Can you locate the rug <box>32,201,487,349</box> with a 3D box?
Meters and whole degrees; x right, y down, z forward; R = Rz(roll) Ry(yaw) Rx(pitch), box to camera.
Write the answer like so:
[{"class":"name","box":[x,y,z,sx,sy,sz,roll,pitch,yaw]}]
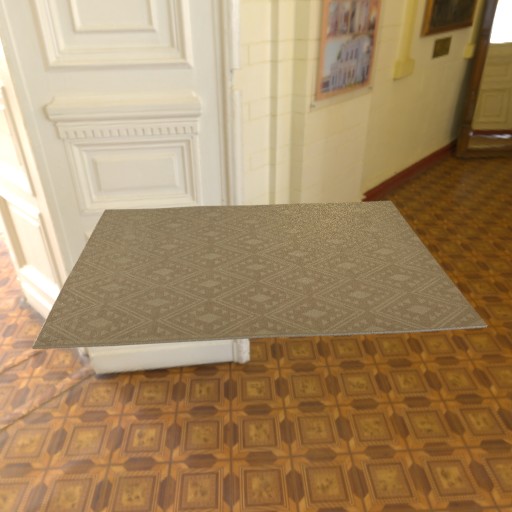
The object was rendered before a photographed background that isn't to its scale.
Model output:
[{"class":"rug","box":[0.000,0.000,2.305,1.829,0.034,1.252,-2,32,-3]}]
